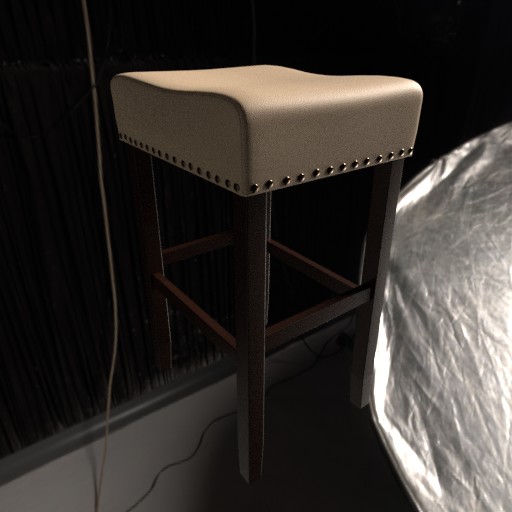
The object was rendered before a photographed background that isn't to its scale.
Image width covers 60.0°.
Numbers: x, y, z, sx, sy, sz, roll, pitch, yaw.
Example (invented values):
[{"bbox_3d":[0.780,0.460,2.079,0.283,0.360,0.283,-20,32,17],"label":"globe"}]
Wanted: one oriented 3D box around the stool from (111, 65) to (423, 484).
[{"bbox_3d":[0.000,0.000,1.002,0.401,0.762,0.471,-19,33,-32],"label":"stool"}]
